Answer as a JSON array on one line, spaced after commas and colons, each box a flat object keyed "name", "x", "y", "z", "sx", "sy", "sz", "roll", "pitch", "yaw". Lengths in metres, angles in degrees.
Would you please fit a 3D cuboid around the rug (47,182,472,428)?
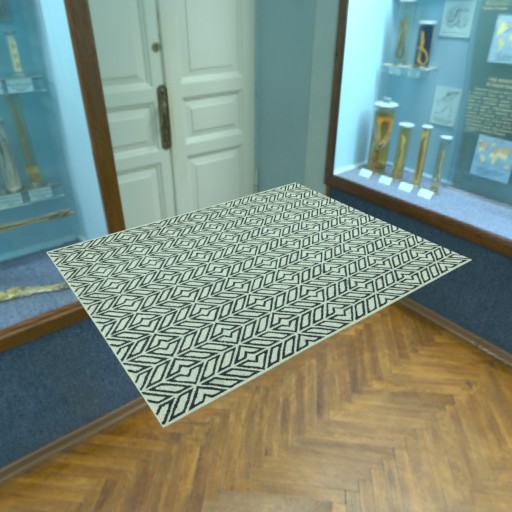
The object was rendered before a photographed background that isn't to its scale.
[{"name": "rug", "x": 0.000, "y": 0.000, "z": 4.048, "sx": 3.045, "sy": 0.008, "sz": 2.421, "roll": -20, "pitch": 36, "yaw": -31}]
